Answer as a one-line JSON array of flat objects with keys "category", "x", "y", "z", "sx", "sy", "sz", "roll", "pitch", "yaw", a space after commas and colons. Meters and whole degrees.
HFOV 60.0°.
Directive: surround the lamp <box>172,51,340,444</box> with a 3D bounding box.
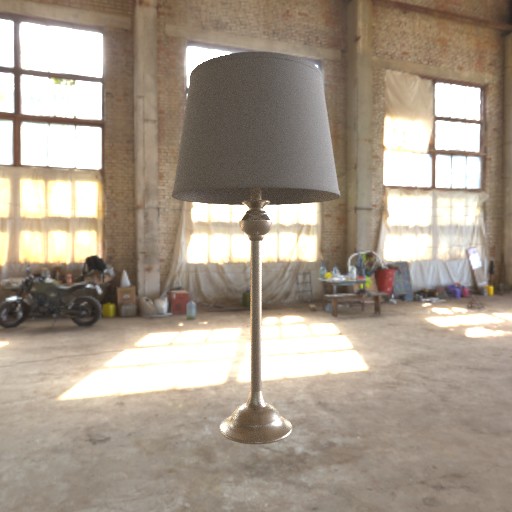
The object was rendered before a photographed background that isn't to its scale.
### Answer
[{"category": "lamp", "x": 0.000, "y": 0.000, "z": 0.888, "sx": 0.331, "sy": 0.698, "sz": 0.331, "roll": 0, "pitch": 1, "yaw": 0}]
